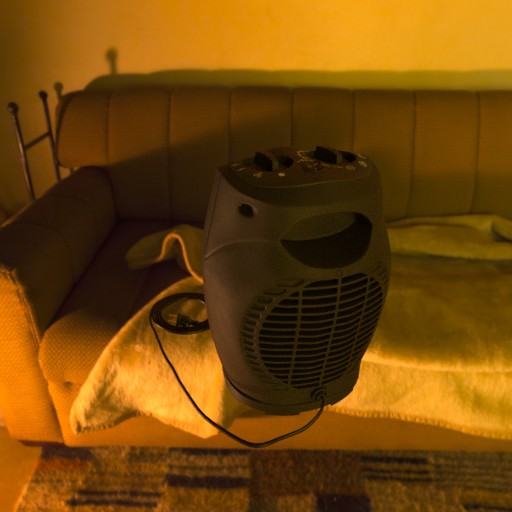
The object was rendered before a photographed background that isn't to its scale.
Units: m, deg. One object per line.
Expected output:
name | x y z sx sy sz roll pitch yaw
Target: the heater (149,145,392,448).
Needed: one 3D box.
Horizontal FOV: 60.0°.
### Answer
heater | 0.000 0.000 0.494 0.239 0.255 0.291 -9 29 -17
